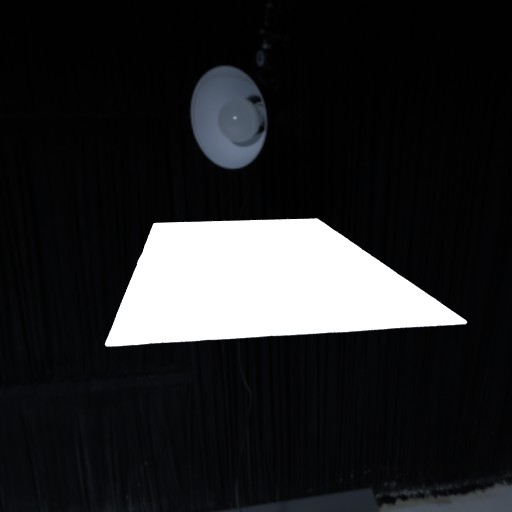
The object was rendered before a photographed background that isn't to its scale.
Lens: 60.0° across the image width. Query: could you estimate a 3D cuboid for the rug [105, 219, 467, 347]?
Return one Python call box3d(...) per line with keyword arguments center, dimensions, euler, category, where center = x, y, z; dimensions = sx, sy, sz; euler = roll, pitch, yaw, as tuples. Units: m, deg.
box3d(center=(0.000, 0.000, 2.997), dimensions=(1.546, 0.010, 2.442), euler=(-2, 16, -8), category="rug")
